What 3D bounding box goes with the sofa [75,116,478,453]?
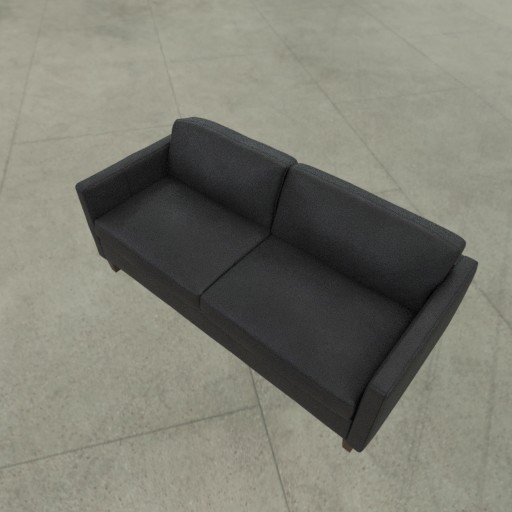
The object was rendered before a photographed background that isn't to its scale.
[{"bbox_3d":[0.000,0.000,2.420,1.971,0.863,0.933,31,53,27],"label":"sofa"}]
